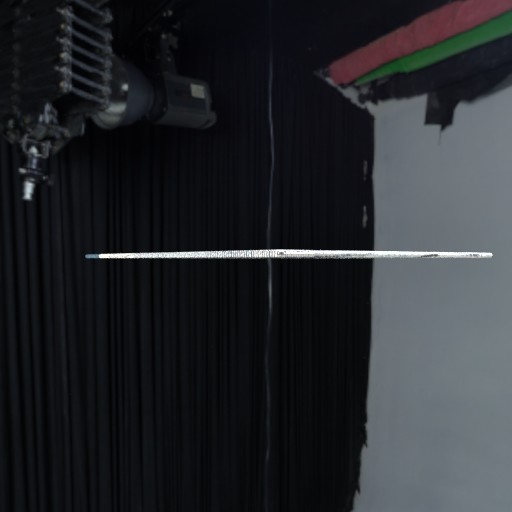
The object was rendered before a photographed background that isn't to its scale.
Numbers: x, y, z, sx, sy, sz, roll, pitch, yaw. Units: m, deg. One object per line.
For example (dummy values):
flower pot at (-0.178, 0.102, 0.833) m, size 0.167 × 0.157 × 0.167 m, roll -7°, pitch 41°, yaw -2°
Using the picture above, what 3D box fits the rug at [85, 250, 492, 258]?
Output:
rug at (0.000, 0.000, 2.327) m, size 1.238 × 0.020 × 1.847 m, roll 0°, pitch 0°, yaw -37°
